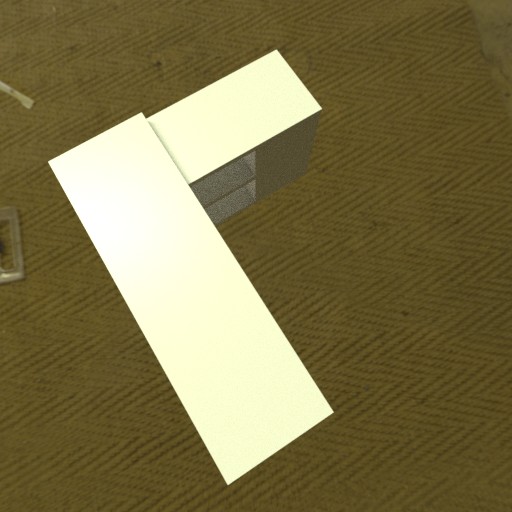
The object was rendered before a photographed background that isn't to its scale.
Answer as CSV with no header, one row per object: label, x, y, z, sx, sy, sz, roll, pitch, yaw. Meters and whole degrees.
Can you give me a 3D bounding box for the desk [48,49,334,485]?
desk,0.000,0.000,2.221,1.200,0.753,1.524,-31,77,-8
